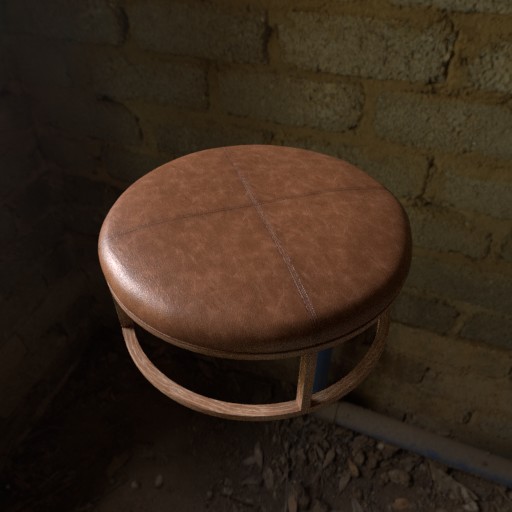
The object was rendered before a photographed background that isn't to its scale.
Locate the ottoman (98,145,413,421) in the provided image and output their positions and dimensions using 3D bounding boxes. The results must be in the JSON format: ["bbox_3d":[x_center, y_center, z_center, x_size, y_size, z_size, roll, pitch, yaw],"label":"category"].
[{"bbox_3d":[0.000,0.000,1.555,1.006,0.445,1.006,0,41,0],"label":"ottoman"}]
